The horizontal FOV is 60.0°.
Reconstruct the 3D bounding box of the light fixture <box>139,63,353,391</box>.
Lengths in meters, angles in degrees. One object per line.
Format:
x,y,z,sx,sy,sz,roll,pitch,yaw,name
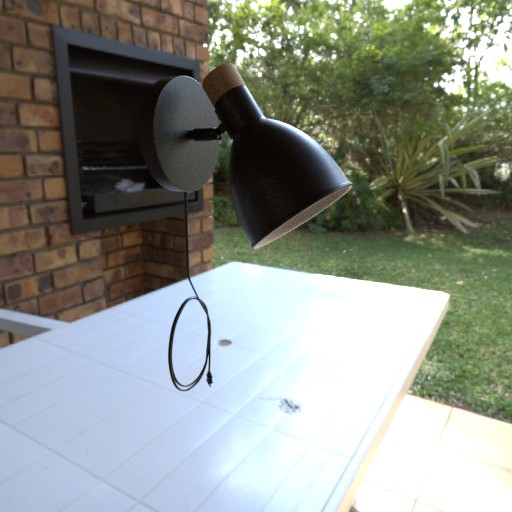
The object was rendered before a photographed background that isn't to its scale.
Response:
0.000,0.000,0.490,0.203,0.401,0.127,7,15,26,light fixture
